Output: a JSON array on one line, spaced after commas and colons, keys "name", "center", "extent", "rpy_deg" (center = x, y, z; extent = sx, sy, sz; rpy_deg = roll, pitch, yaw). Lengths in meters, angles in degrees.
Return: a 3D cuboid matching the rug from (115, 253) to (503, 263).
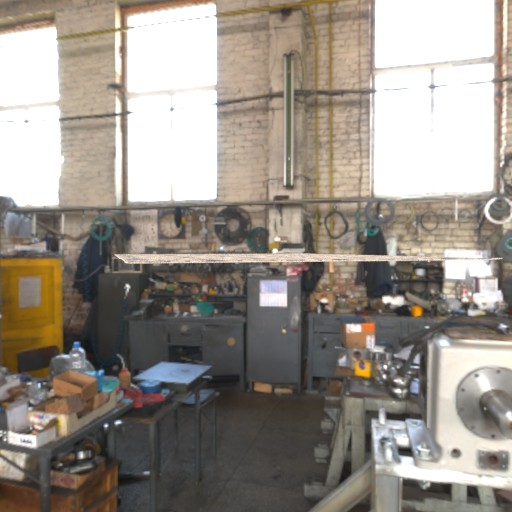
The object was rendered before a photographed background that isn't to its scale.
[{"name": "rug", "center": [0.000, 0.000, 4.100], "extent": [2.437, 0.015, 3.205], "rpy_deg": [0, 1, -19]}]
